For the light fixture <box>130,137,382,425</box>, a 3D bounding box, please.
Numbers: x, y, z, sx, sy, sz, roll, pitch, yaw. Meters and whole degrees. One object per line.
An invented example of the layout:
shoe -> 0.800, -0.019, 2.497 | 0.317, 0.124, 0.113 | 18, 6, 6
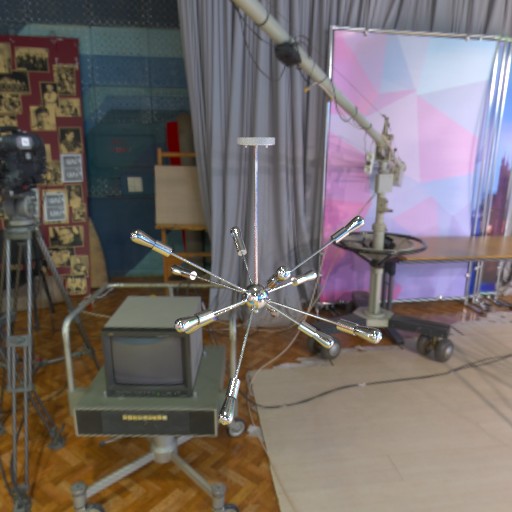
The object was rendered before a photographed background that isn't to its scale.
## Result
light fixture -> 0.000, 0.000, 1.082 | 0.684, 0.558, 0.509 | 14, 21, 41
